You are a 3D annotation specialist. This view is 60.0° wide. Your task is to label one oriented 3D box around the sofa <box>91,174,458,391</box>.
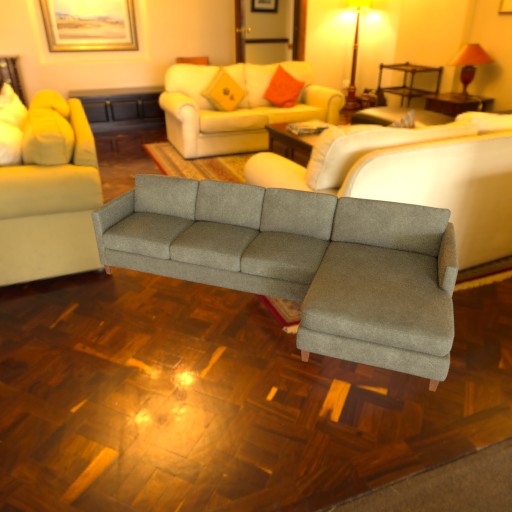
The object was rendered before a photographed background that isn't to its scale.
[{"bbox_3d":[0.000,0.000,4.167,3.471,0.950,1.604,9,29,17],"label":"sofa"}]
